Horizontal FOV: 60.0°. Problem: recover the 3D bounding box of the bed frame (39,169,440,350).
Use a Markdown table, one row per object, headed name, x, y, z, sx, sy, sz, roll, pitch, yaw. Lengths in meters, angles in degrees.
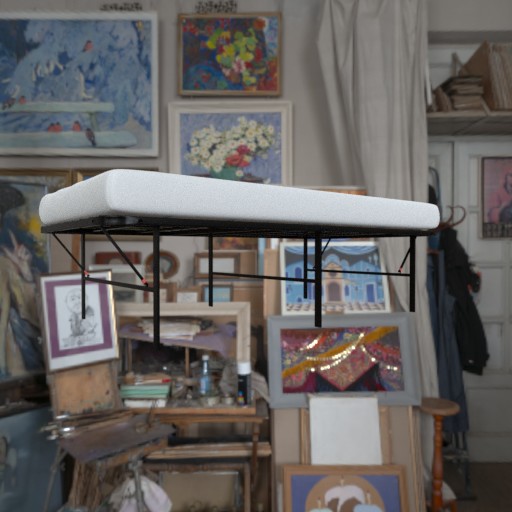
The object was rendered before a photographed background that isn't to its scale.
| name | x | y | z | sx | sy | sz | roll | pitch | yaw |
| --- | --- | --- | --- | --- | --- | --- | --- | --- | --- |
| bed frame | 0.000 | 0.000 | 2.314 | 1.903 | 0.619 | 0.989 | -1 | 1 | -37 |
